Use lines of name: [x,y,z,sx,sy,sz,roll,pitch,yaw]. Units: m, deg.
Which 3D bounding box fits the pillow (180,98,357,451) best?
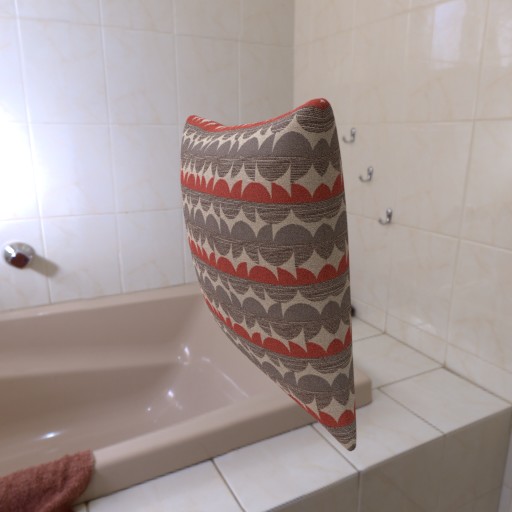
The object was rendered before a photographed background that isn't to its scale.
pillow: [0.000,0.000,0.650,0.180,0.410,0.420,-7,17,-24]
